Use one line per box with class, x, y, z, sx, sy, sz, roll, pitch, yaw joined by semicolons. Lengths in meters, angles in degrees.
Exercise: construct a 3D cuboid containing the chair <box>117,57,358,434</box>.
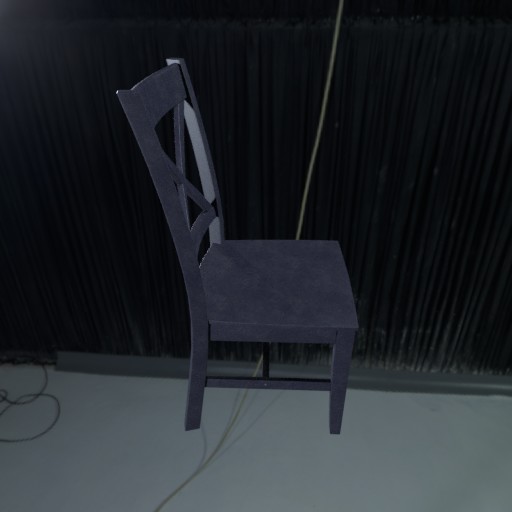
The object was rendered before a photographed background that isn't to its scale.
chair;0.000;0.000;1.270;0.542;0.983;0.485;1;31;2
